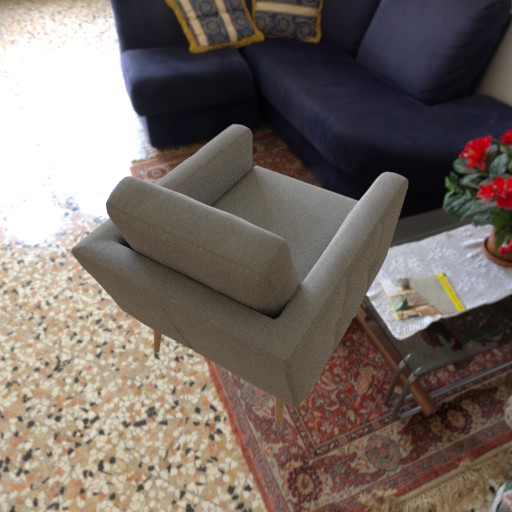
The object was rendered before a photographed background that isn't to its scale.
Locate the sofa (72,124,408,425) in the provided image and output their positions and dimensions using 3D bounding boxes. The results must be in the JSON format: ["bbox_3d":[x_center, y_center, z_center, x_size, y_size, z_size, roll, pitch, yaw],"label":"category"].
[{"bbox_3d":[0.000,0.000,1.598,0.770,0.860,0.920,24,50,22],"label":"sofa"}]
